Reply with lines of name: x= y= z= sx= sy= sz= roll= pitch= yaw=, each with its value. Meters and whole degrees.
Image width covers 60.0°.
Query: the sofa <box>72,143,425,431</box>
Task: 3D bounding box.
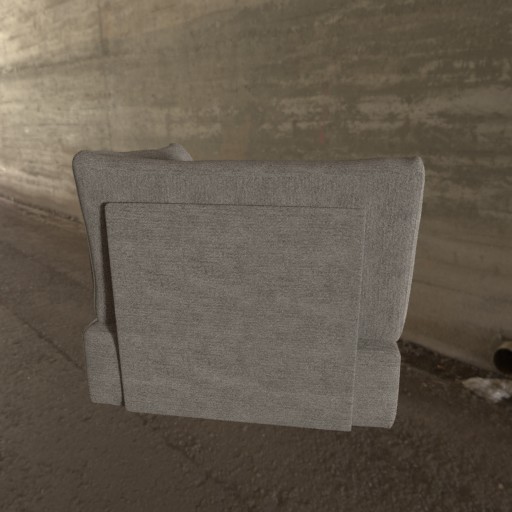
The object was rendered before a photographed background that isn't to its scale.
sofa: x=0.000 y=0.000 z=1.704 sx=1.000 sy=0.820 sz=1.000 roll=2 pitch=16 yaw=8
